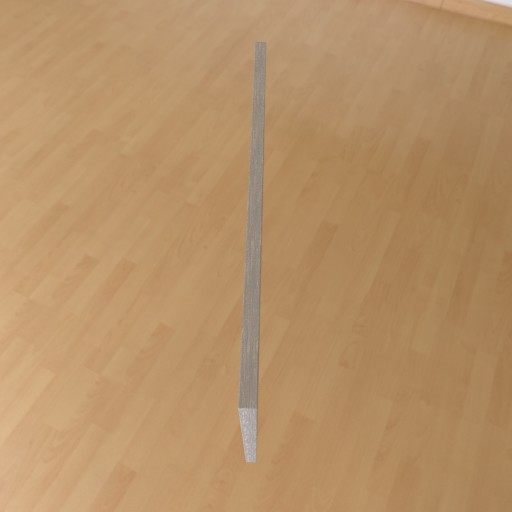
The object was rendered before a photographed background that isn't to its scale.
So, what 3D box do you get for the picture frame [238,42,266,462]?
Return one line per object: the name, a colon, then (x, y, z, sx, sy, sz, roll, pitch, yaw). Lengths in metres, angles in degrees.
picture frame: (0.000, 0.000, 1.208, 0.029, 0.640, 0.950, 1, 58, 1)
